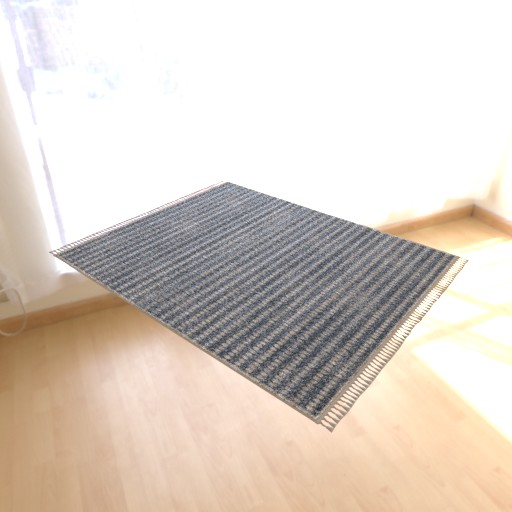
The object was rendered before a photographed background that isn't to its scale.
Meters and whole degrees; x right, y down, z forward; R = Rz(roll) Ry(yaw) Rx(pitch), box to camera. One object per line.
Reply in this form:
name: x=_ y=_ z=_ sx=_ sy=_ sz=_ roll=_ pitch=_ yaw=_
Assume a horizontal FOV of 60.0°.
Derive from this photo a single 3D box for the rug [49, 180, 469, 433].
rug: x=0.000 y=0.000 z=3.865 sx=2.910 sy=0.013 sz=2.256 roll=23 pitch=38 yaw=33
